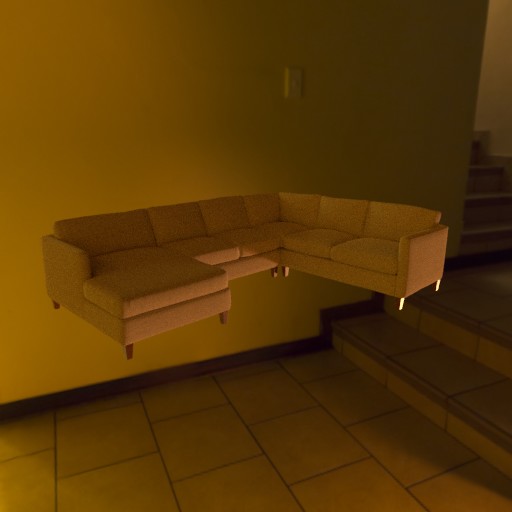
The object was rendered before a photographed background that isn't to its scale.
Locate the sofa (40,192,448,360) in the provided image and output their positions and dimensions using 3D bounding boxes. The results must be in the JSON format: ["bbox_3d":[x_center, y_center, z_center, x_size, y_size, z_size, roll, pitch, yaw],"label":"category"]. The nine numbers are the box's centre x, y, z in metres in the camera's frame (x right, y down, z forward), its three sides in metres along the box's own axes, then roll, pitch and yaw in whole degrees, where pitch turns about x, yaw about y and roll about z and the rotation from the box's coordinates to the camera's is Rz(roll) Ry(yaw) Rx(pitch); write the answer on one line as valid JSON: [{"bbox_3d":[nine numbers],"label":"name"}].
[{"bbox_3d":[0.000,0.000,4.650,3.460,0.961,2.594,-14,20,-42],"label":"sofa"}]
